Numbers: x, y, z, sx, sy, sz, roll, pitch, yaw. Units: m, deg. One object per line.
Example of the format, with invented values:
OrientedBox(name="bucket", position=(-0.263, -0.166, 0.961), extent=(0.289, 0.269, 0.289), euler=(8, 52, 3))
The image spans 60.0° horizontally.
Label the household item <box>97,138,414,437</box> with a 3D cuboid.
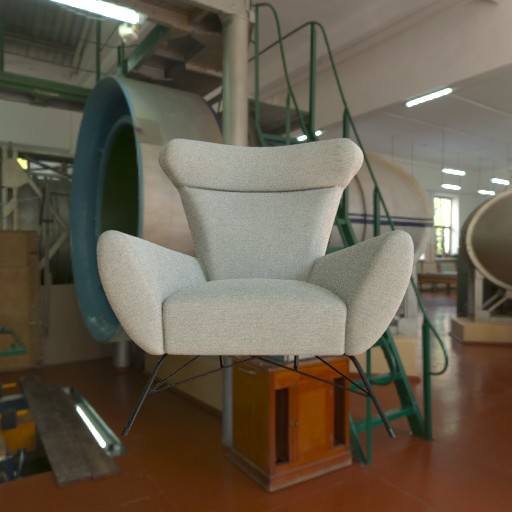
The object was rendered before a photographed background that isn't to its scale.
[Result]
OrientedBox(name="household item", position=(0.000, 0.000, 1.741), extent=(0.980, 1.050, 0.900), euler=(0, 1, 1))
